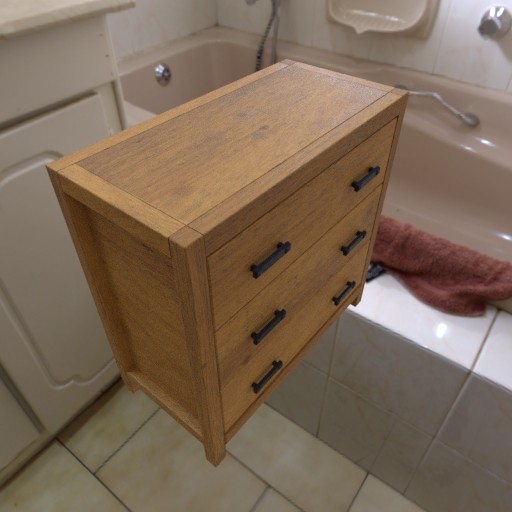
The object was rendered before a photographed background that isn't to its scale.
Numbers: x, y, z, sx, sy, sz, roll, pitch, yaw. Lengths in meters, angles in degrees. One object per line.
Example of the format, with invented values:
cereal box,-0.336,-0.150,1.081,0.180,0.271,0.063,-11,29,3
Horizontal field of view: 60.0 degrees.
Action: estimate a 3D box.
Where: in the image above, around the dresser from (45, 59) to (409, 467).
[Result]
dresser,0.000,0.000,1.275,0.427,0.804,0.804,29,49,28
